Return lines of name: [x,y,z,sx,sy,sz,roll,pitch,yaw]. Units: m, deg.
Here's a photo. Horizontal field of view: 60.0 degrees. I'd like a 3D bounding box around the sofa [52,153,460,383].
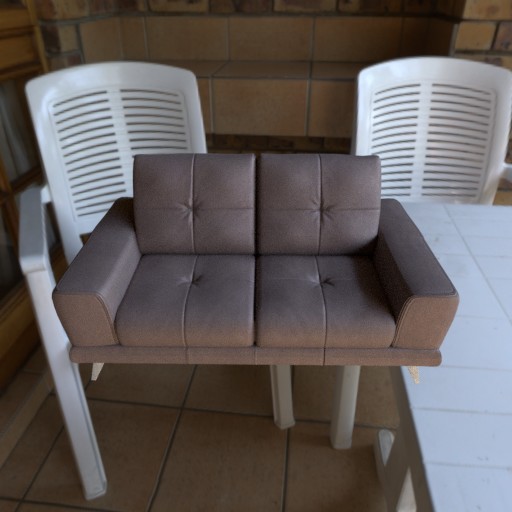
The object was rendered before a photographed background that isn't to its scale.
sofa: [0.000,0.000,2.356,1.806,0.907,1.018,0,32,1]
